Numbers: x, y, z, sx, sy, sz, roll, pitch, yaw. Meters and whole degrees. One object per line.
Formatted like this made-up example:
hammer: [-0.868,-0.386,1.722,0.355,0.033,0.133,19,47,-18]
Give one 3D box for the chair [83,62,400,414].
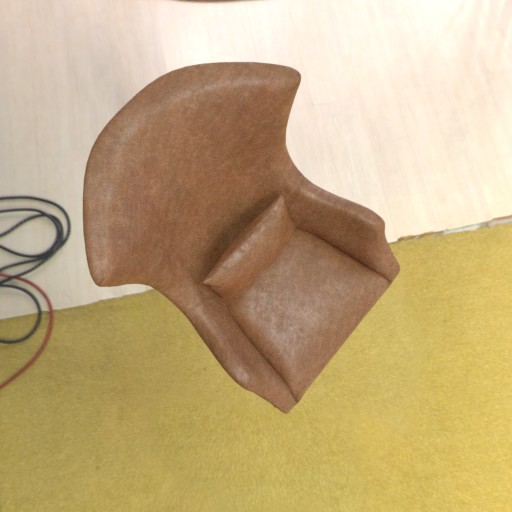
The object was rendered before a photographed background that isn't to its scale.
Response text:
chair: [0.000,0.000,1.676,0.955,1.067,0.846,40,79,9]
